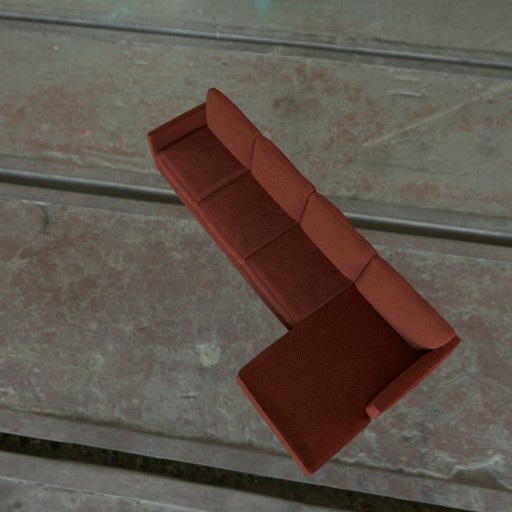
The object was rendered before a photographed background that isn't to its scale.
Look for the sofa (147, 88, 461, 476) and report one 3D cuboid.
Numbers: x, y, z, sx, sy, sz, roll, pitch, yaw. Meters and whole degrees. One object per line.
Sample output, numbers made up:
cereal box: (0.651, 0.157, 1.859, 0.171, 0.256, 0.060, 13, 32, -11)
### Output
sofa: (0.000, 0.000, 3.503, 1.350, 0.810, 2.932, -34, 68, -16)
